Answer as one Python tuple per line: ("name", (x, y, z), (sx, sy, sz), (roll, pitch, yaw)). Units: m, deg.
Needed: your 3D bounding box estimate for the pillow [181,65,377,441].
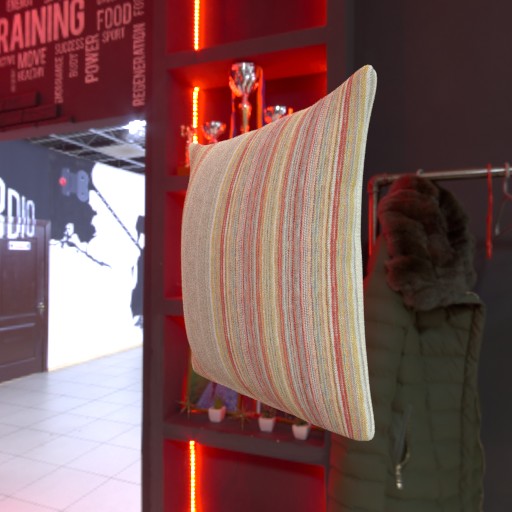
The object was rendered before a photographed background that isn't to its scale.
("pillow", (0.000, 0.000, 0.689), (0.191, 0.449, 0.451), (1, -1, -36))
